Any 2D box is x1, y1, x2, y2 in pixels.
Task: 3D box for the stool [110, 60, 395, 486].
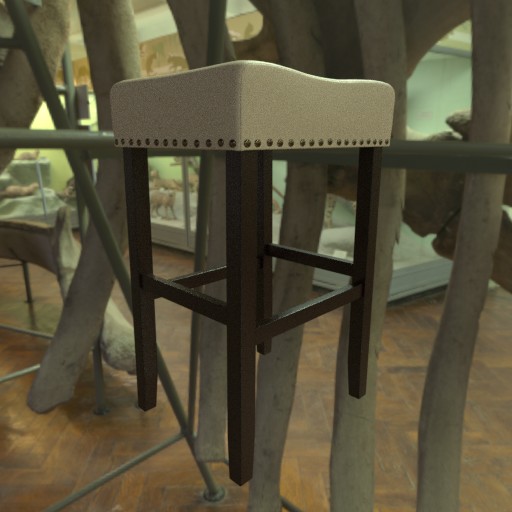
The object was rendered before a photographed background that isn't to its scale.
[{"bbox_3d":[0.000,0.000,1.028,0.401,0.762,0.471,14,21,43],"label":"stool"}]
